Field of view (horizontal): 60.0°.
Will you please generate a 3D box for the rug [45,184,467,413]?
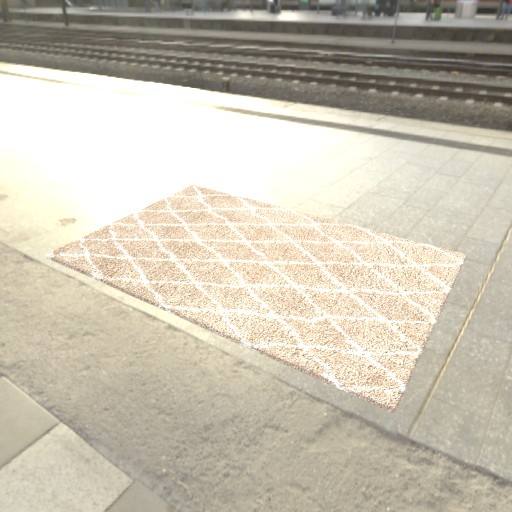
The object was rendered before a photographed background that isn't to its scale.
[{"bbox_3d":[0.000,0.000,3.421,2.743,0.030,1.778,18,35,28],"label":"rug"}]
